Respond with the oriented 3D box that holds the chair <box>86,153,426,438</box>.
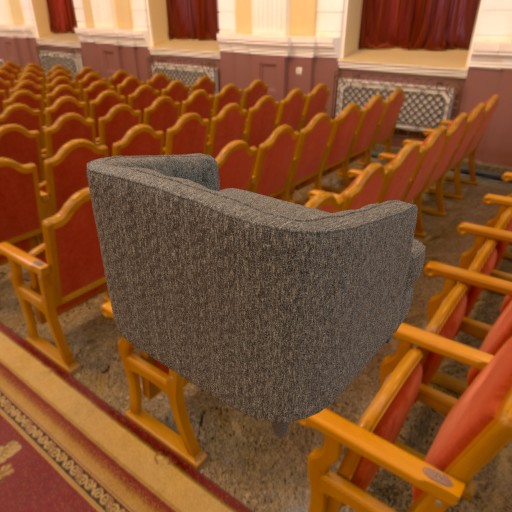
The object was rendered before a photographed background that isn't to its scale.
[{"bbox_3d":[0.000,0.000,1.802,1.104,0.852,0.941,21,35,33],"label":"chair"}]
